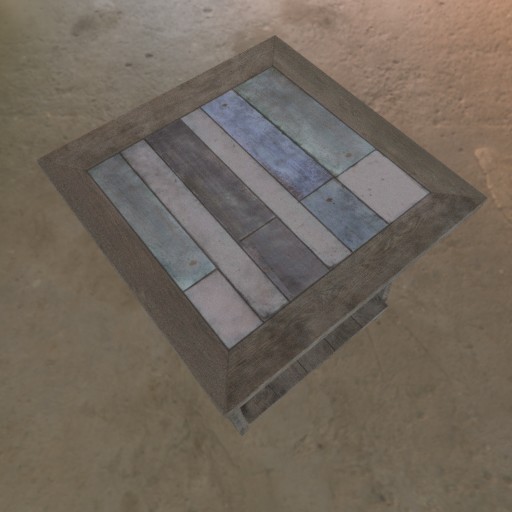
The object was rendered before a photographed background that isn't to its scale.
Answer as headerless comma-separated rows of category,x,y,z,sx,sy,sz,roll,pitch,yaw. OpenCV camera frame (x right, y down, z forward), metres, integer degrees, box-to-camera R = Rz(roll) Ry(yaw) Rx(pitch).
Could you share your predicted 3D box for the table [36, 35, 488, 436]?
table,0.000,0.000,1.106,0.610,0.610,0.610,-35,67,-18
